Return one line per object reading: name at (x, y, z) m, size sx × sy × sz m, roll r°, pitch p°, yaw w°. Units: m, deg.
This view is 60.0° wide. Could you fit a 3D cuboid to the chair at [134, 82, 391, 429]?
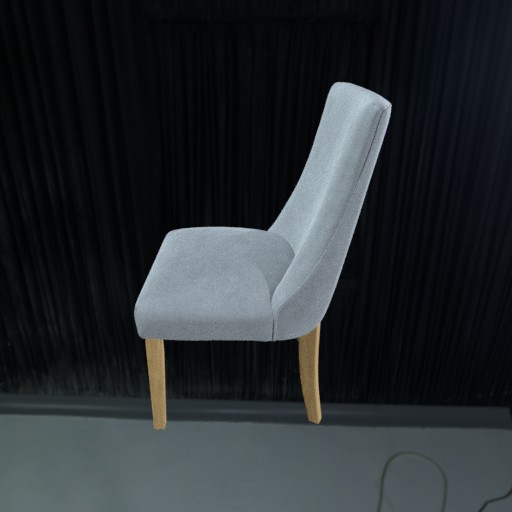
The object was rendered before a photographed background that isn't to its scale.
chair at (0.000, 0.000, 1.277) m, size 0.610 × 0.902 × 0.495 m, roll 0°, pitch 26°, yaw 0°
